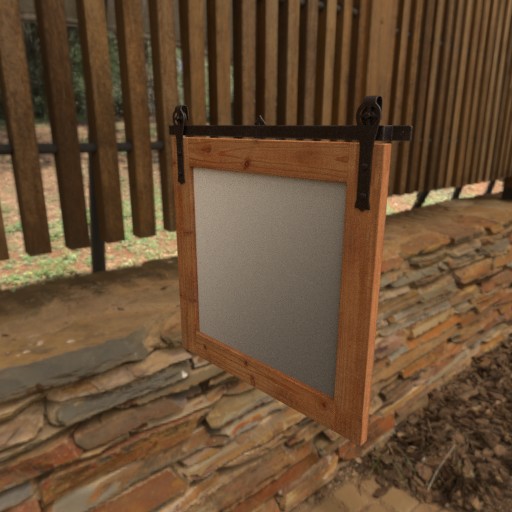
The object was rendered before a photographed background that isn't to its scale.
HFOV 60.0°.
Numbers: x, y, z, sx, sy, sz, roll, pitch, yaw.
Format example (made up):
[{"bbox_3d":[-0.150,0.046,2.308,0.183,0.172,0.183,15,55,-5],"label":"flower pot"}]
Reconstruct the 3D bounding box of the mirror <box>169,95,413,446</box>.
[{"bbox_3d":[0.000,0.000,1.214,0.805,0.800,0.054,16,23,42],"label":"mirror"}]
